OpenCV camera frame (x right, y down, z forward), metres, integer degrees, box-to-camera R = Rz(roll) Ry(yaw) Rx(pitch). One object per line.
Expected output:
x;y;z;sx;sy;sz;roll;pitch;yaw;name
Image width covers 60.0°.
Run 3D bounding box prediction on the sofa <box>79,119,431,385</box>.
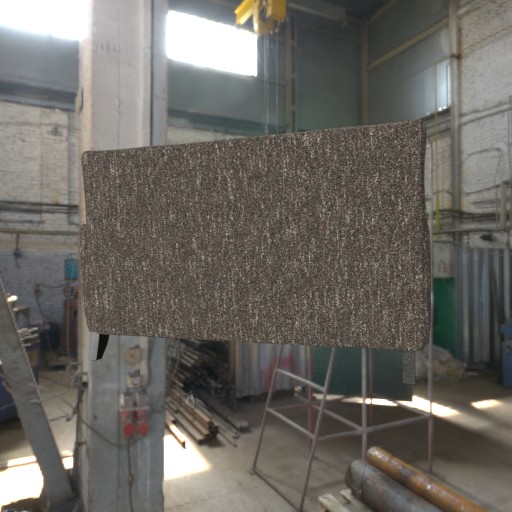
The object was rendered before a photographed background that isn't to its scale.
0.000;0.000;2.102;1.519;0.946;0.801;0;-1;17;sofa
